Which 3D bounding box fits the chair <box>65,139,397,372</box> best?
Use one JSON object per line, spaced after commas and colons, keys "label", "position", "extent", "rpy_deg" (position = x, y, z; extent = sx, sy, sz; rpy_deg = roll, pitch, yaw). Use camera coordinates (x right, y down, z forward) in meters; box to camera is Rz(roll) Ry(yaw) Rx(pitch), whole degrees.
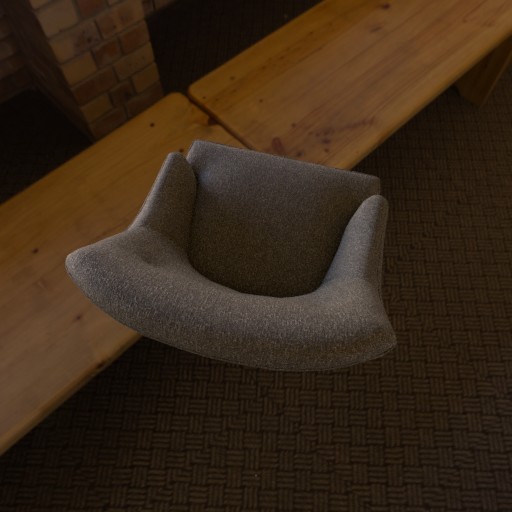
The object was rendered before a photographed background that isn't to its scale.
{"label": "chair", "position": [0.000, 0.000, 1.564], "extent": [0.864, 0.856, 0.923], "rpy_deg": [13, 64, 7]}
